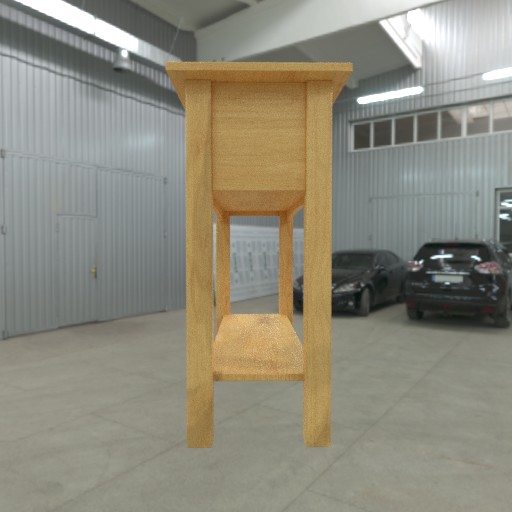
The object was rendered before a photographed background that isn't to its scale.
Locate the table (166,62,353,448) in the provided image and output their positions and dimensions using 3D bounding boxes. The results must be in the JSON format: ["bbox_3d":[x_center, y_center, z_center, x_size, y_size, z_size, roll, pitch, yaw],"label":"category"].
[{"bbox_3d":[0.000,0.000,1.263,0.340,0.728,0.900,0,2,-1],"label":"table"}]
